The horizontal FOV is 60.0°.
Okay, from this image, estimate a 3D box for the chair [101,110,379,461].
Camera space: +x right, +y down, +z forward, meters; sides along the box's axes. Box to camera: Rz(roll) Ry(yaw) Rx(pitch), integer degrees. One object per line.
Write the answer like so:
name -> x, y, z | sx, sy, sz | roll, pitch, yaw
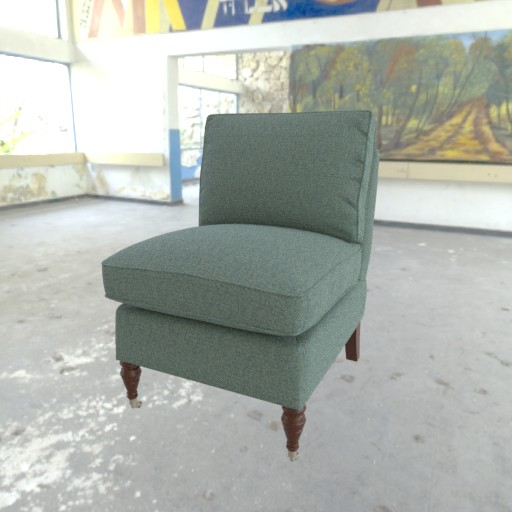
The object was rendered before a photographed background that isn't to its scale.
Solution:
chair -> 0.000, 0.000, 1.428 | 0.624, 0.901, 0.796 | 7, 17, 25
